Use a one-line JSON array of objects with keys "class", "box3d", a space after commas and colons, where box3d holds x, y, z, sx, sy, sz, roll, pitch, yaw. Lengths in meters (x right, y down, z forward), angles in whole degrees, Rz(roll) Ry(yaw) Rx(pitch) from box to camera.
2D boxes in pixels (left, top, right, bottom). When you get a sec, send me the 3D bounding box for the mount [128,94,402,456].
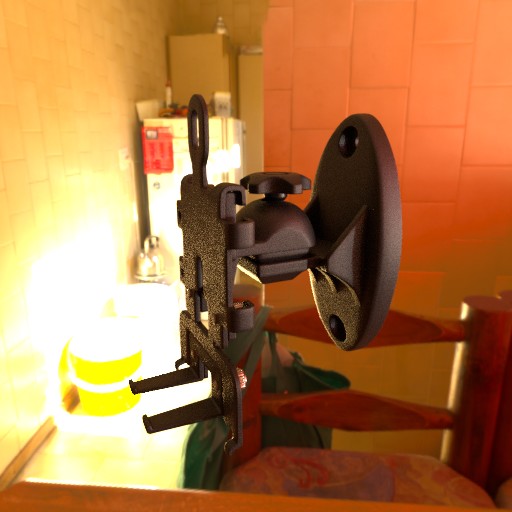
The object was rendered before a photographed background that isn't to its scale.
[{"class": "mount", "box3d": [0.000, 0.000, 0.174, 0.100, 0.118, 0.066, -8, 17, -25]}]
